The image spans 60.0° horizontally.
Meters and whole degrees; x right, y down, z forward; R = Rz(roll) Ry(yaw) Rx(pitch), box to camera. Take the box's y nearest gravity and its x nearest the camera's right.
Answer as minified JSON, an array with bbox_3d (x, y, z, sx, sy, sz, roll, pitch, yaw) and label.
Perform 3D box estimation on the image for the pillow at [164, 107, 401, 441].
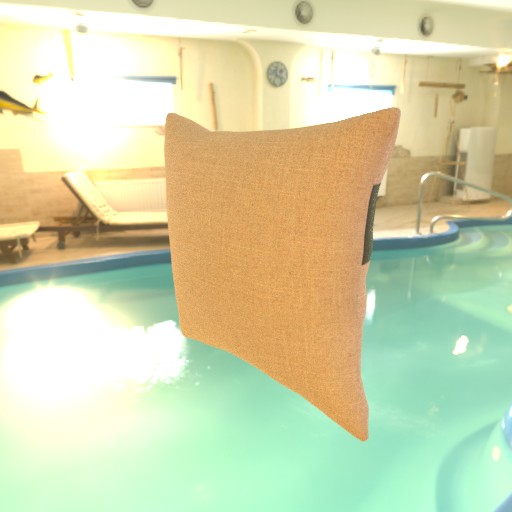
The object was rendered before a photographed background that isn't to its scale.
[{"bbox_3d":[0.000,0.000,0.637,0.173,0.399,0.414,-15,23,-41],"label":"pillow"}]
